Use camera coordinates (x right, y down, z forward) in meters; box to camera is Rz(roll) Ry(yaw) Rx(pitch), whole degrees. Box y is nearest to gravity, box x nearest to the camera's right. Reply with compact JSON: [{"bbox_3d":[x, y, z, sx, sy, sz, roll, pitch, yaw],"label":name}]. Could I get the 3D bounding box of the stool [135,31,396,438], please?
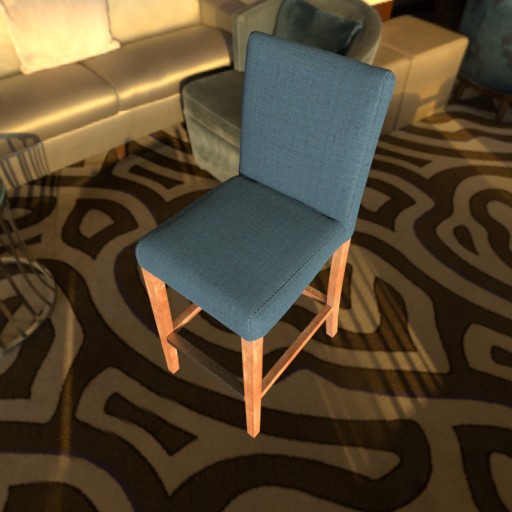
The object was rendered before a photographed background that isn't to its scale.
[{"bbox_3d":[0.000,0.000,1.367,0.454,1.088,0.574,30,53,26],"label":"stool"}]
